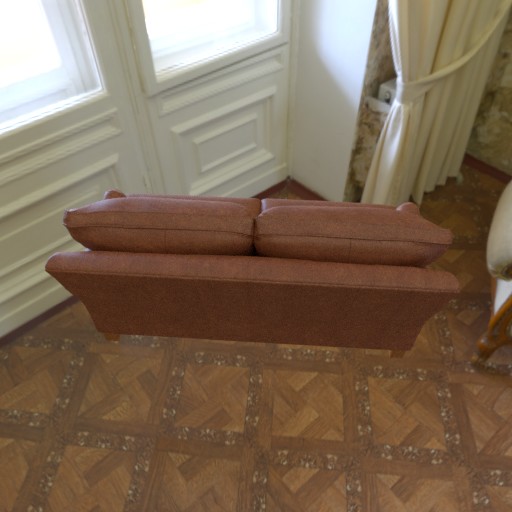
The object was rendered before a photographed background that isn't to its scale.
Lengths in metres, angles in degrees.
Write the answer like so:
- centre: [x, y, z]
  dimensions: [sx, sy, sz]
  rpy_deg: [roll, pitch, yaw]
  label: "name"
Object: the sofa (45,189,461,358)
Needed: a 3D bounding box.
- centre: [0.000, 0.000, 2.845]
  dimensions: [2.144, 1.071, 1.147]
  rpy_deg: [3, 48, 3]
  label: "sofa"
